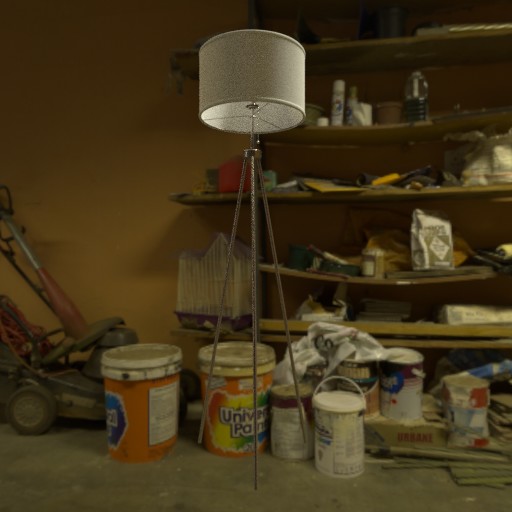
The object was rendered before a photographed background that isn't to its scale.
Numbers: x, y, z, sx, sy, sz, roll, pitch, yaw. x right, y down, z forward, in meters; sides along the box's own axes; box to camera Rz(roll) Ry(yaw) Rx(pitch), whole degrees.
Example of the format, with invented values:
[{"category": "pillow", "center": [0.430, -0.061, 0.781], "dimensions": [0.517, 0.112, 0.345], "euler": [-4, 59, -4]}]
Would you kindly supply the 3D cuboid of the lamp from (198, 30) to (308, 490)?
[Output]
[{"category": "lamp", "center": [0.000, 0.000, 1.736], "dimensions": [0.458, 1.545, 0.448], "euler": [0, 0, -36]}]
